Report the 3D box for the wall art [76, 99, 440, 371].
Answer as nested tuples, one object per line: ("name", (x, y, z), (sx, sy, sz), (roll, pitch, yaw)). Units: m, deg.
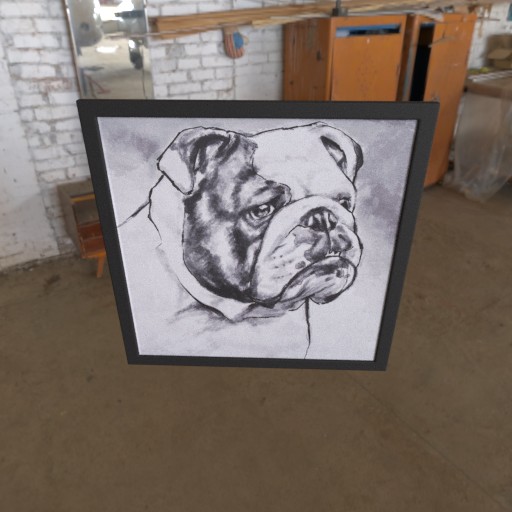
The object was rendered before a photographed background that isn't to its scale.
("wall art", (0.000, 0.000, 0.829), (0.562, 0.558, 0.012), (1, 30, 2))
